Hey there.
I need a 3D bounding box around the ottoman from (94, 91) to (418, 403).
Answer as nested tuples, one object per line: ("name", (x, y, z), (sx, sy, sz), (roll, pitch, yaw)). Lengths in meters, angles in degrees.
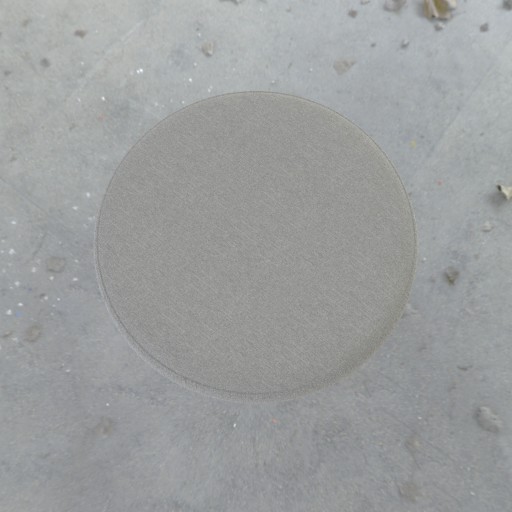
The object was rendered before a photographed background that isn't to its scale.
("ottoman", (0.000, 0.000, 0.982), (0.608, 0.433, 0.608), (0, 74, 0))
